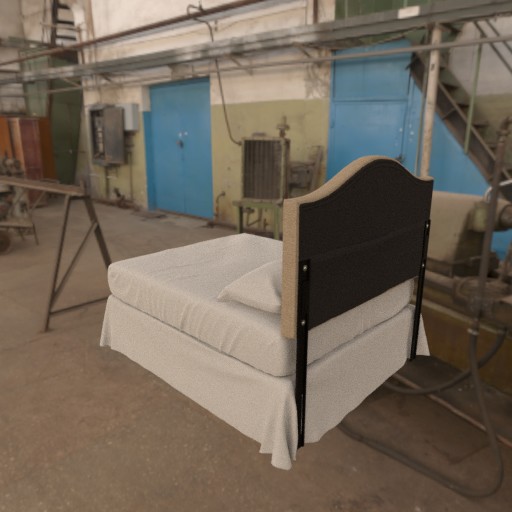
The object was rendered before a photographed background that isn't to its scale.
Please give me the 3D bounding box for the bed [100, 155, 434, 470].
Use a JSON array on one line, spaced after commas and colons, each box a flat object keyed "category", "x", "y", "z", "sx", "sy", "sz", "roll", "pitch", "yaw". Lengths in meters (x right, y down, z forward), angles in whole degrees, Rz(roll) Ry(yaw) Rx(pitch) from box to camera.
[{"category": "bed", "x": 0.000, "y": 0.000, "z": 3.536, "sx": 2.221, "sy": 1.645, "sz": 1.876, "roll": 15, "pitch": 22, "yaw": 42}]
